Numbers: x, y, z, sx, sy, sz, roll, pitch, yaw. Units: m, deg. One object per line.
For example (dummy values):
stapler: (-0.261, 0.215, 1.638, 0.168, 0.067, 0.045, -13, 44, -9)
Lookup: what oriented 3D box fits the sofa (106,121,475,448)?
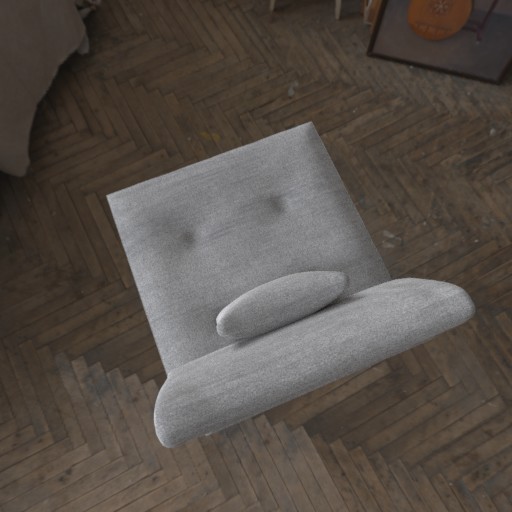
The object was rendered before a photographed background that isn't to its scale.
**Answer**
sofa: (0.000, 0.000, 1.642, 0.930, 0.820, 1.000, -21, 75, -6)
